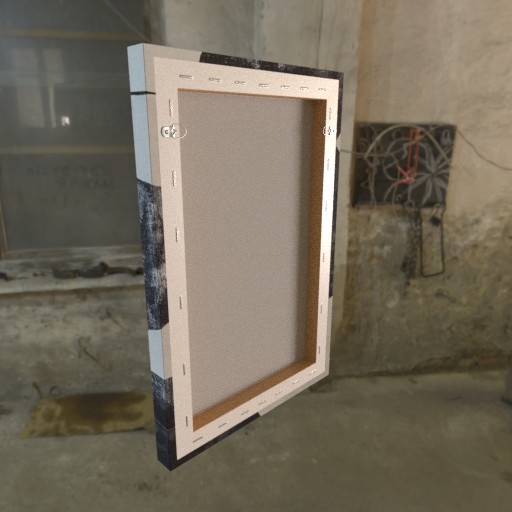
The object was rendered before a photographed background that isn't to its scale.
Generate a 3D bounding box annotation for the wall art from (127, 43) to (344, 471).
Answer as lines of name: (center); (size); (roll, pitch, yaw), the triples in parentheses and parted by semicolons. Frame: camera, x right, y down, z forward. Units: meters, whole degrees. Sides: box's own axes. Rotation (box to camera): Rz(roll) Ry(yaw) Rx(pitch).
wall art: (0.000, 0.000, 0.754); (0.407, 0.610, 0.039); (-15, 22, -42)
